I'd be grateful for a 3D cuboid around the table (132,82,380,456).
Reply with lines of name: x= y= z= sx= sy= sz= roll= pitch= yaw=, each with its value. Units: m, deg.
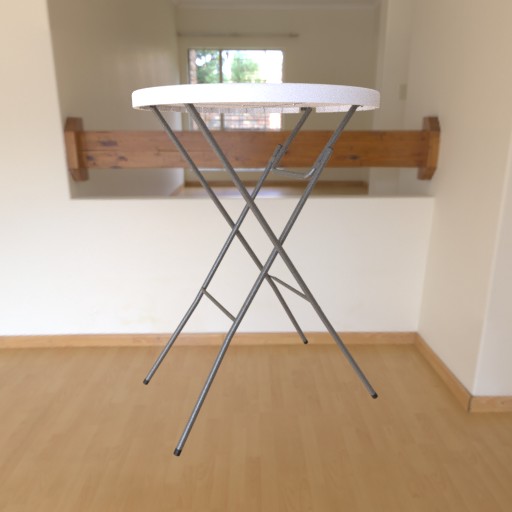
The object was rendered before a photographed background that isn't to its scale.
table: x=0.000 y=0.000 z=1.612 sx=0.795 sy=1.105 sz=0.792 roll=-7 pitch=18 yaw=-25
